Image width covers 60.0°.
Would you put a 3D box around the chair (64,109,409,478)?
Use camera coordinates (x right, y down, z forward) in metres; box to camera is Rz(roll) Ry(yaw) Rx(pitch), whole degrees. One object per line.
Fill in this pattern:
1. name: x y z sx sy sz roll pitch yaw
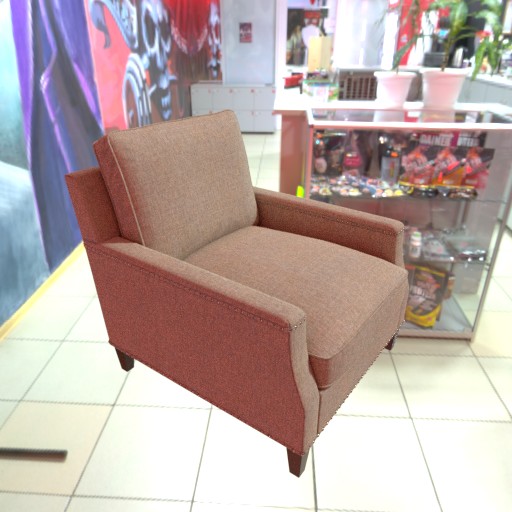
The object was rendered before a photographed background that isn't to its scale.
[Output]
1. chair: 0.000 0.000 1.689 1.014 0.943 0.853 18 32 32
